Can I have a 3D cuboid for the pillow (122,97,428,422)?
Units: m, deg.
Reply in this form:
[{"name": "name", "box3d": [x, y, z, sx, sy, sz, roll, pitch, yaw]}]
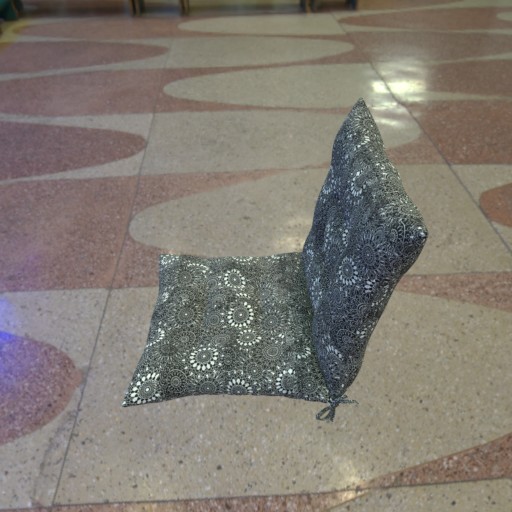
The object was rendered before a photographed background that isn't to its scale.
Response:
[{"name": "pillow", "box3d": [0.000, 0.000, 1.005, 0.585, 0.536, 0.541, 0, 42, 0]}]
